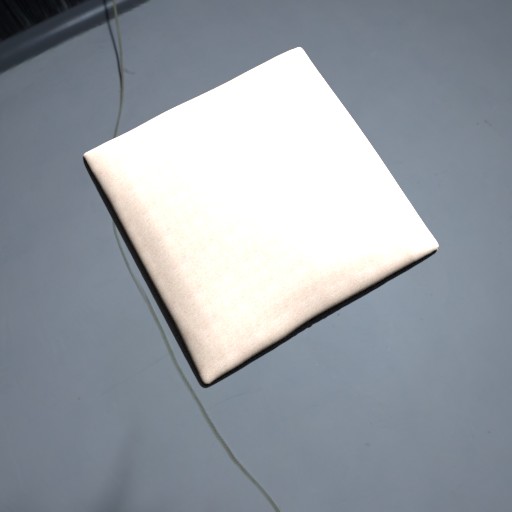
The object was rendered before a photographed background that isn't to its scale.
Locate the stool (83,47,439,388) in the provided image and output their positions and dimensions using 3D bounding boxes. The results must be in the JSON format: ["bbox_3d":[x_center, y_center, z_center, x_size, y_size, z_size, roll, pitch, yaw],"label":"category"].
[{"bbox_3d":[0.000,0.000,0.956,0.382,0.768,0.383,-29,78,-7],"label":"stool"}]
